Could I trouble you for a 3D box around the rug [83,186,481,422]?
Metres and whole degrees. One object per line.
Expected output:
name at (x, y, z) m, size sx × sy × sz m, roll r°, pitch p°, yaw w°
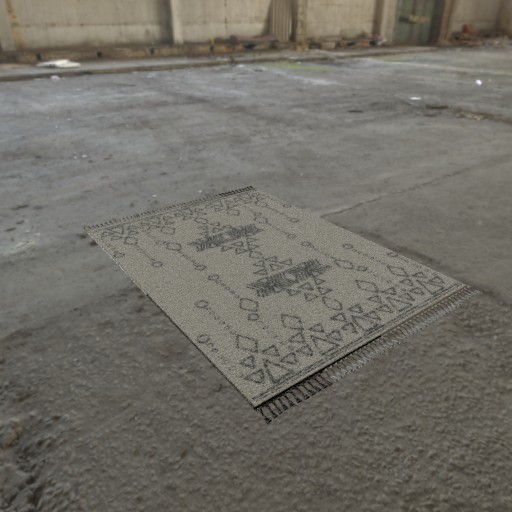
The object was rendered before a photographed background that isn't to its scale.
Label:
rug at (0.000, 0.000, 3.004) m, size 1.600 × 0.013 × 2.312 m, roll -19°, pitch 34°, yaw -32°
